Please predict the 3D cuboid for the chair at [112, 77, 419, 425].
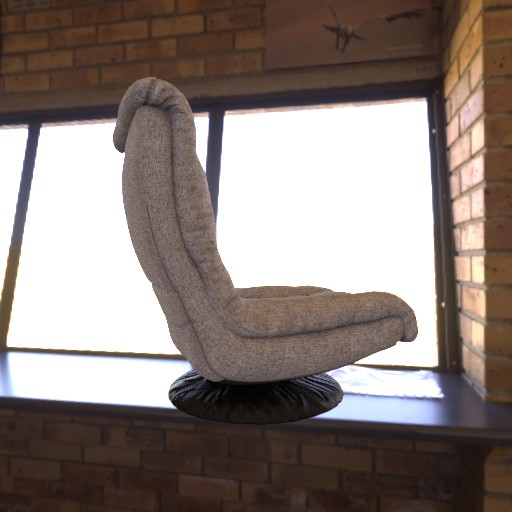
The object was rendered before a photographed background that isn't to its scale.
[{"bbox_3d":[0.000,0.000,0.957,0.583,0.600,0.400,0,0,-20],"label":"chair"}]
